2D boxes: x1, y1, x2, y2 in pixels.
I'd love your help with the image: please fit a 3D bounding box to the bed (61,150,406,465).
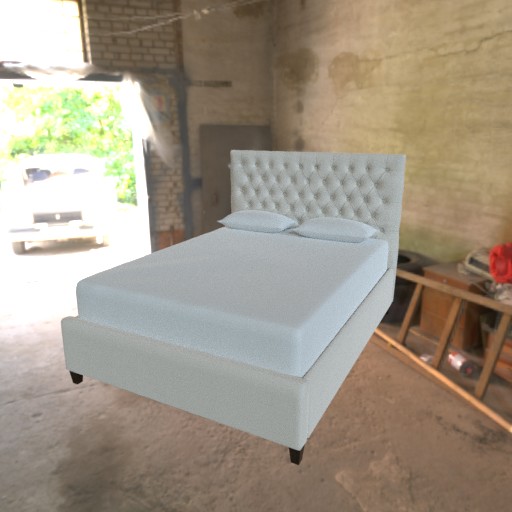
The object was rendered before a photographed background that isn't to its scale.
[{"bbox_3d":[0.000,0.000,3.321,1.696,1.426,2.233,8,18,26],"label":"bed"}]
